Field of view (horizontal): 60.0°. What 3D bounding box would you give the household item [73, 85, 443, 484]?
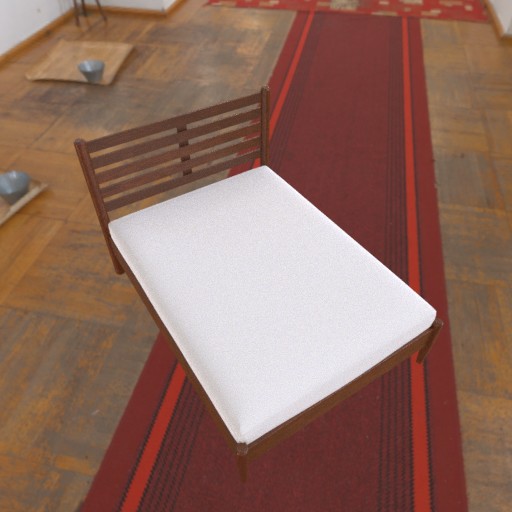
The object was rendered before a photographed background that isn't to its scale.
[{"bbox_3d":[0.000,0.000,3.264,1.663,1.356,2.232,-25,50,-23],"label":"household item"}]
